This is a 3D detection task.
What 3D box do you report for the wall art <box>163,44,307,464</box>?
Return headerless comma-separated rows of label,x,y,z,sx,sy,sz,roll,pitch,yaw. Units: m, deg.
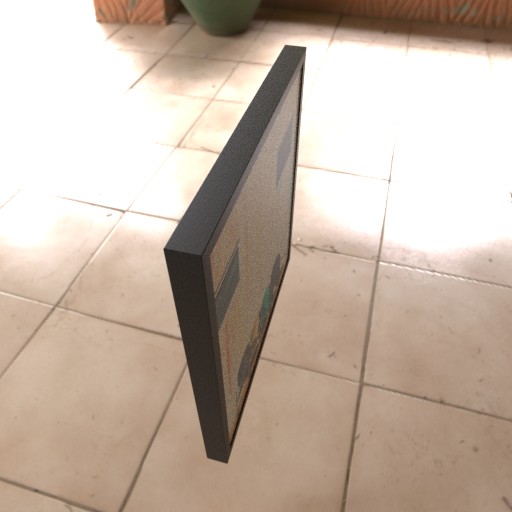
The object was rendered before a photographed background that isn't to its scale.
wall art,0.000,0.000,0.750,0.037,0.506,0.506,11,47,11
